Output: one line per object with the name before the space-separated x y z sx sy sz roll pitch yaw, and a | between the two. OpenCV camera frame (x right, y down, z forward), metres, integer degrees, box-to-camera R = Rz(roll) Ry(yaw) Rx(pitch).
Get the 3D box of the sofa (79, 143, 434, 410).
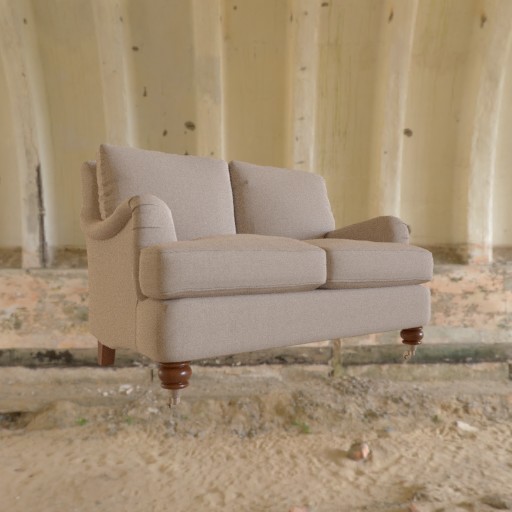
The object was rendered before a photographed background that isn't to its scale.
sofa | 0.000 0.000 2.205 1.508 1.048 1.087 0 0 -35
